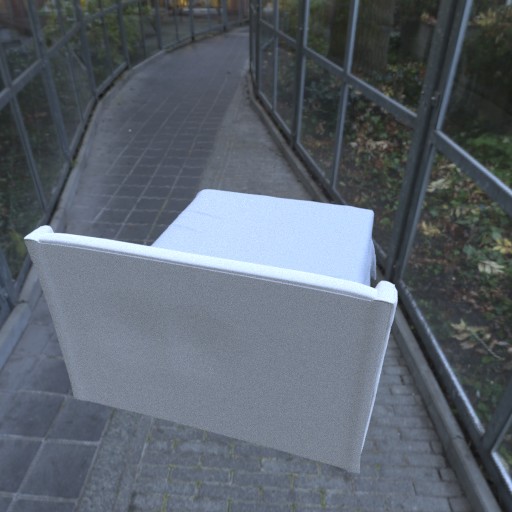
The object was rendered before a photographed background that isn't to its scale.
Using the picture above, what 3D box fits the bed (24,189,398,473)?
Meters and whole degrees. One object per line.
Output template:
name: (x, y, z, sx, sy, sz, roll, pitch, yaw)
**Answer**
bed: (0.000, 0.000, 3.355, 1.925, 1.332, 2.276, 9, 34, 14)
